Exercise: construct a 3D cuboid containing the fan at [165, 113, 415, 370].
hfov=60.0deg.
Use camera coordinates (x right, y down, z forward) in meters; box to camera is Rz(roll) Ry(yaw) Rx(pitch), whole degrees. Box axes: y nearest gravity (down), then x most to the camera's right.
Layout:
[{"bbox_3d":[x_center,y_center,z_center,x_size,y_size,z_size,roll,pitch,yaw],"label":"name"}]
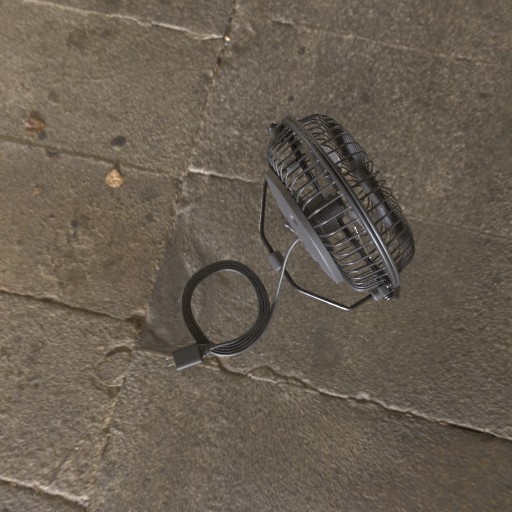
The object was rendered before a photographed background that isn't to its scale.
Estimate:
[{"bbox_3d":[0.000,0.000,0.307,0.202,0.152,0.153,-31,79,-7],"label":"fan"}]
